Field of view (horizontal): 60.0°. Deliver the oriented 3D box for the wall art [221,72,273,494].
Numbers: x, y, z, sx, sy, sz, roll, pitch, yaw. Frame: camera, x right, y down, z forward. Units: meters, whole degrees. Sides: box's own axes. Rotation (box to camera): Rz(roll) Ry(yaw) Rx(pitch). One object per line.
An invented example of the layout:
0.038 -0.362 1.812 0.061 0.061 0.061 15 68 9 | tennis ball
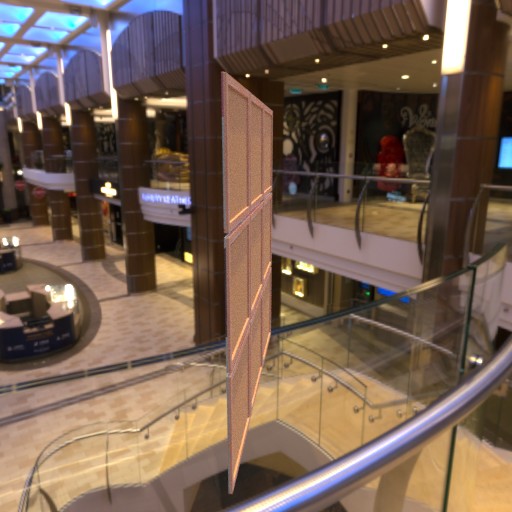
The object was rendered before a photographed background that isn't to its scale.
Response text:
0.000 0.000 1.811 0.013 1.220 1.216 2 14 7 | wall art
